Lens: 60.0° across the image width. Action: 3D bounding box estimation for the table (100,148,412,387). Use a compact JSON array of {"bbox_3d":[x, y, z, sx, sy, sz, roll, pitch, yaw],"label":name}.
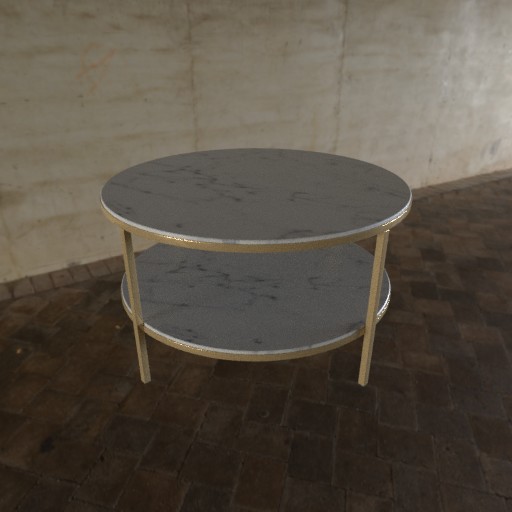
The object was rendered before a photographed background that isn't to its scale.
[{"bbox_3d":[0.000,0.000,1.285,0.800,0.450,0.800,0,26,0],"label":"table"}]
